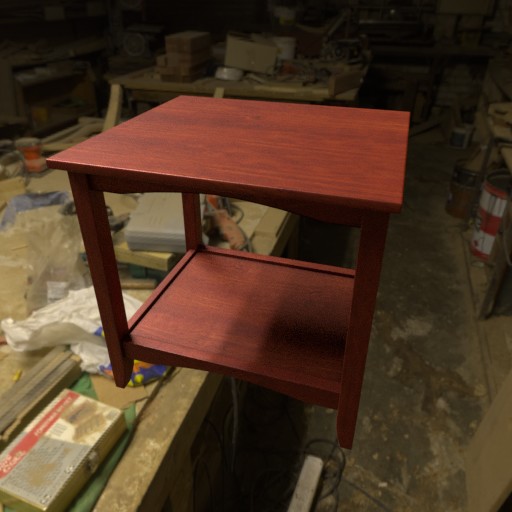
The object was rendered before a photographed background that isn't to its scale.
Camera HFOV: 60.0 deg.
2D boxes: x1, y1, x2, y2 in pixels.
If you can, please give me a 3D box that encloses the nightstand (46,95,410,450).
[{"bbox_3d":[0.000,0.000,0.994,0.558,0.558,0.501,9,33,15],"label":"nightstand"}]
